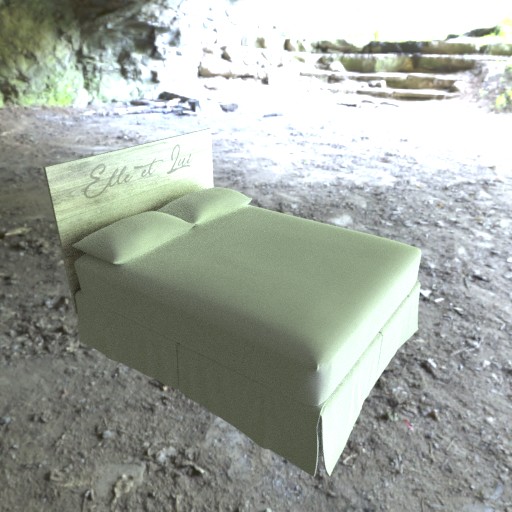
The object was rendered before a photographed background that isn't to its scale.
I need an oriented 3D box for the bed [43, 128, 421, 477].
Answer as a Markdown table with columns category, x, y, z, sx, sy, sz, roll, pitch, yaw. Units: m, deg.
| category | x | y | z | sx | sy | sz | roll | pitch | yaw |
| --- | --- | --- | --- | --- | --- | --- | --- | --- | --- |
| bed | 0.000 | 0.000 | 3.164 | 2.094 | 1.335 | 1.745 | 17 | 31 | 31 |
